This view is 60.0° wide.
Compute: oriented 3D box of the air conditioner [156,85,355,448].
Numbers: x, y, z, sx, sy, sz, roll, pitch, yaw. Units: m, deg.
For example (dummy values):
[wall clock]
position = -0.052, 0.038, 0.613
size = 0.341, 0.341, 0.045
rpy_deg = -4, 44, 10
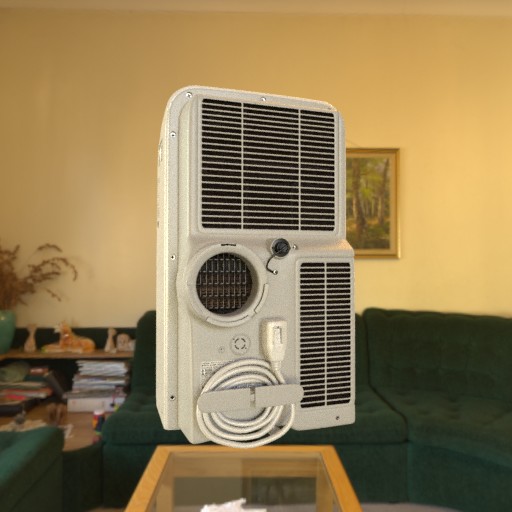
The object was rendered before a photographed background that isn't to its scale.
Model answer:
[air conditioner]
position = 0.000, 0.000, 1.078
size = 0.449, 0.786, 0.414
rpy_deg = 0, -1, -18
